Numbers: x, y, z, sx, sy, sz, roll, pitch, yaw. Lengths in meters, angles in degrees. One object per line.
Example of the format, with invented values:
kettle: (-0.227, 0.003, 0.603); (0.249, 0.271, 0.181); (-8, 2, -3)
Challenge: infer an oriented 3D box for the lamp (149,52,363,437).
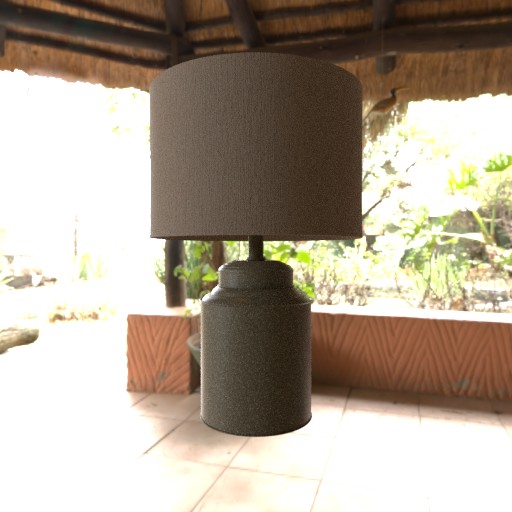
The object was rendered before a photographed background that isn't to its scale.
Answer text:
lamp: (0.000, 0.000, 0.680); (0.318, 0.486, 0.318); (0, 1, 0)
